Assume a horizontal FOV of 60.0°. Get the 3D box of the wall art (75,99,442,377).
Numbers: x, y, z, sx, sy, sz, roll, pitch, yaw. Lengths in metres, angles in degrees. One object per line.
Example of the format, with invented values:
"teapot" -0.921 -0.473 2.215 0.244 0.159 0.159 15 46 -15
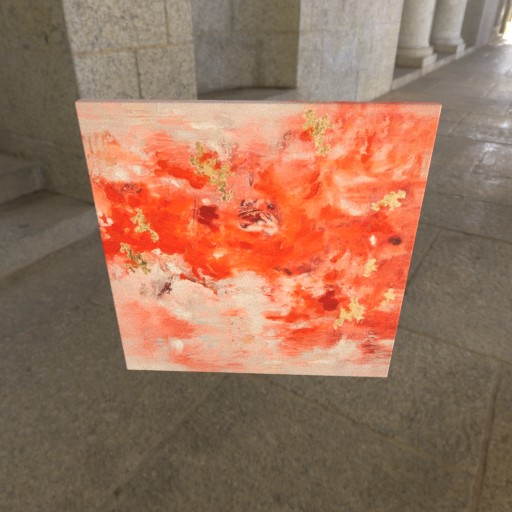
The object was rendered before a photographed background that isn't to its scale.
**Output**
"wall art" 0.000 0.000 1.302 0.878 0.878 0.066 1 30 2
